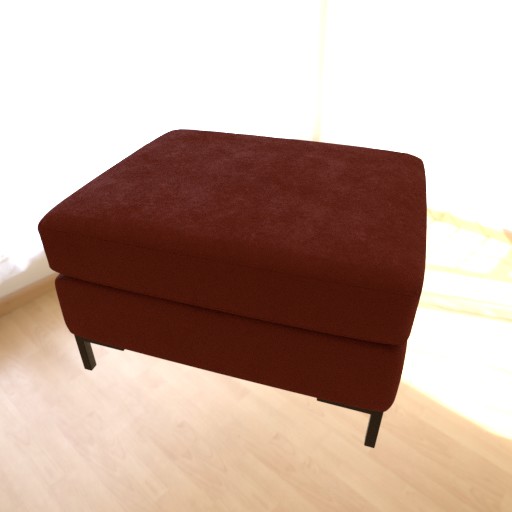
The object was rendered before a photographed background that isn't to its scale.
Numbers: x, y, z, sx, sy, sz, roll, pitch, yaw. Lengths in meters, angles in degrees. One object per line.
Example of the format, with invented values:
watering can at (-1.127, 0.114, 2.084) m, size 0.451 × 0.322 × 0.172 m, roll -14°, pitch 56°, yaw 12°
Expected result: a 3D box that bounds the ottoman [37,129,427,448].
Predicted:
ottoman at (0.000, 0.000, 1.164) m, size 0.782 × 0.462 × 0.650 m, roll 10°, pitch 35°, yaw 15°
